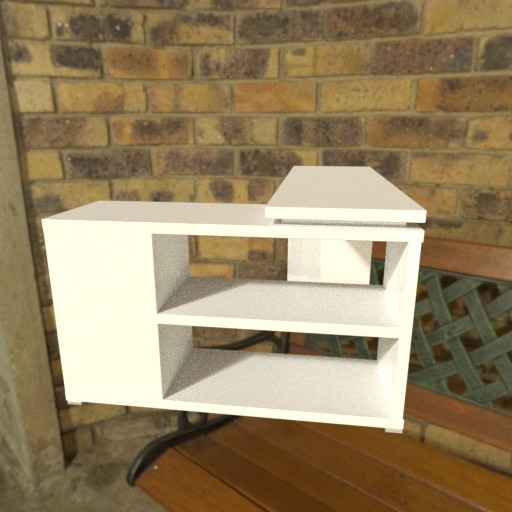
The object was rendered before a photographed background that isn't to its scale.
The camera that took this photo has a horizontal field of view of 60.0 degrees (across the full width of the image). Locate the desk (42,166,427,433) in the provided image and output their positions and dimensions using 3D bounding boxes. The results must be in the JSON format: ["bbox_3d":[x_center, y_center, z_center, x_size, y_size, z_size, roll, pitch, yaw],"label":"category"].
[{"bbox_3d":[0.000,0.000,2.177,1.200,0.753,1.524,2,16,8],"label":"desk"}]
